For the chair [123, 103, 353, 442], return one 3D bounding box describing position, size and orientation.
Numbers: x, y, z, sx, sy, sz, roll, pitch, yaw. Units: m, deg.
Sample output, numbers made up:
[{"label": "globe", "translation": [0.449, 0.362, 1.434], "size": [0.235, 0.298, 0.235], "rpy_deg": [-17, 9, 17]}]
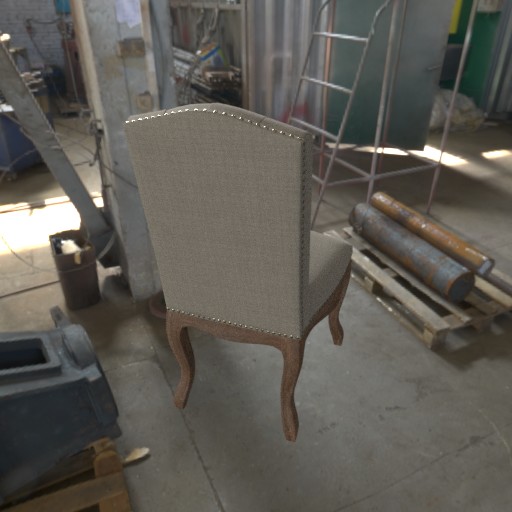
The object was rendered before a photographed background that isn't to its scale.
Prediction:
[{"label": "chair", "translation": [0.000, 0.000, 1.607], "size": [0.637, 1.191, 0.731], "rpy_deg": [10, 32, 16]}]
